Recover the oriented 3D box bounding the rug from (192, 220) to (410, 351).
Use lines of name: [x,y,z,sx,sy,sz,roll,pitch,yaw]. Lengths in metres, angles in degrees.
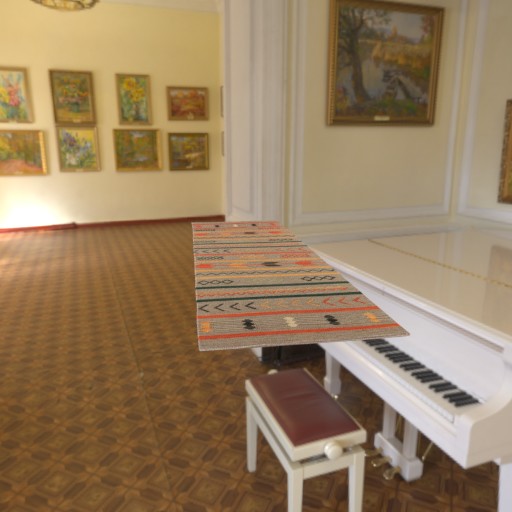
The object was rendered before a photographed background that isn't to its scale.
rug: [0.000,0.000,2.659,0.744,0.022,2.419,-2,14,-8]
